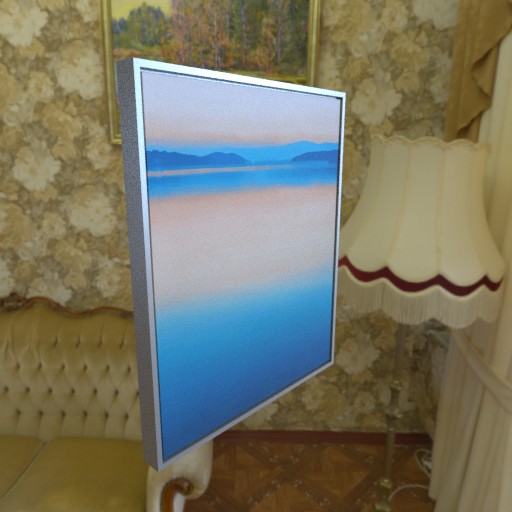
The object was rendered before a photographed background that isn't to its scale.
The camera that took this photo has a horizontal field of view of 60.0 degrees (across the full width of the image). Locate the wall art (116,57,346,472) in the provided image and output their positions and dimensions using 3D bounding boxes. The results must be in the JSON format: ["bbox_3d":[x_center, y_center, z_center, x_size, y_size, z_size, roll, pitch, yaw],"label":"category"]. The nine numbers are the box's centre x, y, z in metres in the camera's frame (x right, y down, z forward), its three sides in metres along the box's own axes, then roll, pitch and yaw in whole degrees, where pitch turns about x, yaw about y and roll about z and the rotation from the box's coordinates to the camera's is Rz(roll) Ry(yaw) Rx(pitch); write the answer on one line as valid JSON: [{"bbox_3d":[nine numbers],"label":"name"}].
[{"bbox_3d":[0.000,0.000,0.745,0.037,0.554,0.453,12,18,41],"label":"wall art"}]
